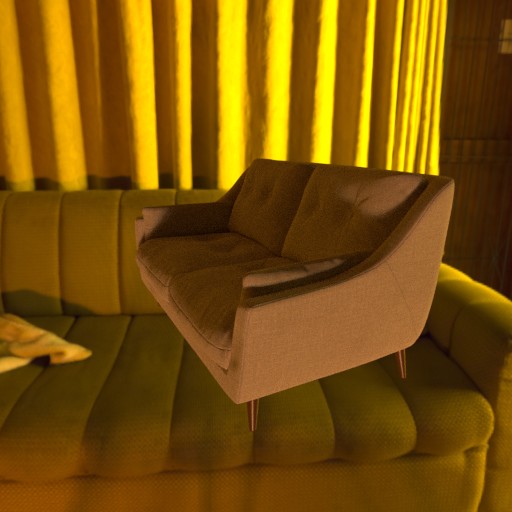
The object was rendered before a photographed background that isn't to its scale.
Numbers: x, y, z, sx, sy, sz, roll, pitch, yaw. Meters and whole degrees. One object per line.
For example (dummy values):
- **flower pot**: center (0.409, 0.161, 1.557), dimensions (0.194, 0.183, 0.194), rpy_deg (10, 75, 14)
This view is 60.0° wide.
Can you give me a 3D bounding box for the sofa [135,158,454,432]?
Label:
- **sofa**: center (0.000, 0.000, 2.202), dimensions (0.965, 0.888, 1.652), rpy_deg (-7, 17, -25)
